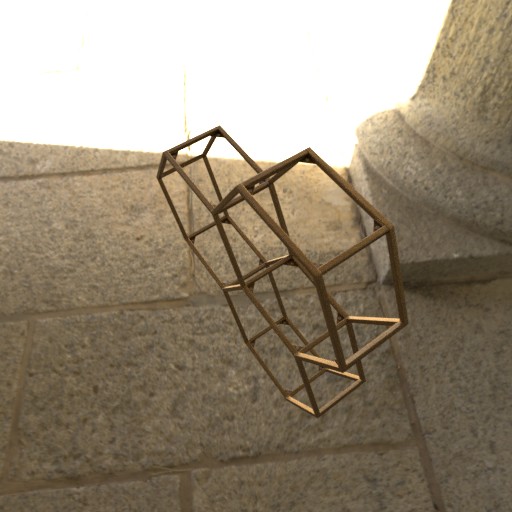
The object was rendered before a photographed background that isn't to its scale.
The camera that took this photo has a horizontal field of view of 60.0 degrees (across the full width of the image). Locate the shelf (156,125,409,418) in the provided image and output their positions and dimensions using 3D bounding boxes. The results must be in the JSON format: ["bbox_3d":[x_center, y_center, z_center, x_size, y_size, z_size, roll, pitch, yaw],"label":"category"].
[{"bbox_3d":[0.000,0.000,1.047,0.150,0.701,0.708,-31,63,-18],"label":"shelf"}]
